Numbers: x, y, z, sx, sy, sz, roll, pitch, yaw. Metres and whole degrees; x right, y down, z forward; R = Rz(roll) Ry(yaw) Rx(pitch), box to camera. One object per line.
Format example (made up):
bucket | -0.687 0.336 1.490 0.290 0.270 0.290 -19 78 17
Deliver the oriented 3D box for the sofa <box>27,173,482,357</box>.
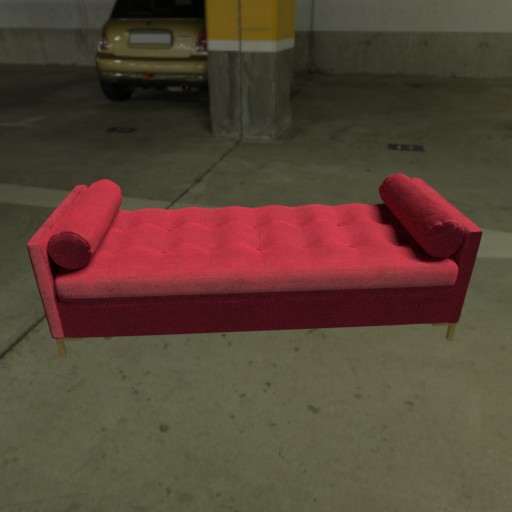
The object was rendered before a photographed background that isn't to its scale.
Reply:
sofa | 0.000 0.000 2.470 2.102 0.705 0.796 -2 29 -3
